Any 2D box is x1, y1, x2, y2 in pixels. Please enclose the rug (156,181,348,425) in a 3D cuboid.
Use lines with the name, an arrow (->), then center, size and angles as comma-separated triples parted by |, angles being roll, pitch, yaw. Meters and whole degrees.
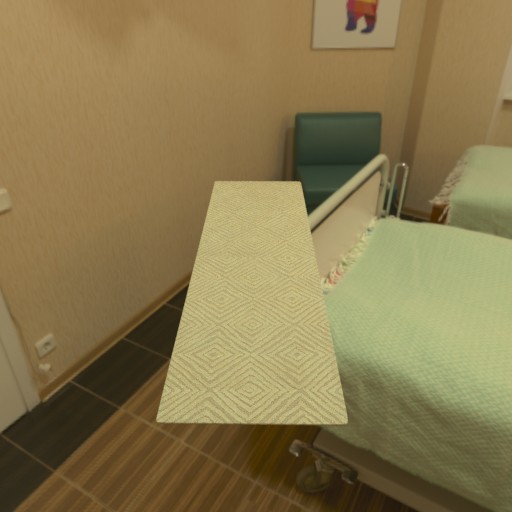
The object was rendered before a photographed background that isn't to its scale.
rug -> 0.000, 0.000, 2.524 | 0.676, 0.008, 2.277 | 0, 31, 1
